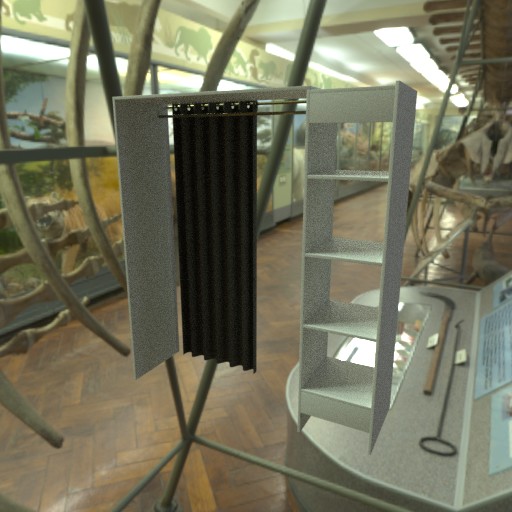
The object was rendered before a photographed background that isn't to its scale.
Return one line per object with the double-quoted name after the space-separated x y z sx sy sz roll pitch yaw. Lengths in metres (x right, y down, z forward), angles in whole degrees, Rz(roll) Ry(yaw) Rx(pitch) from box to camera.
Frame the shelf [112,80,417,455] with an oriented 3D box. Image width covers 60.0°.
0.000 0.000 2.627 1.600 1.810 0.500 8 17 27 "shelf"
